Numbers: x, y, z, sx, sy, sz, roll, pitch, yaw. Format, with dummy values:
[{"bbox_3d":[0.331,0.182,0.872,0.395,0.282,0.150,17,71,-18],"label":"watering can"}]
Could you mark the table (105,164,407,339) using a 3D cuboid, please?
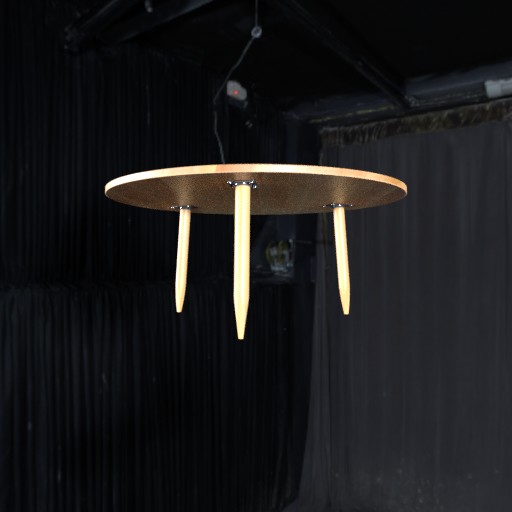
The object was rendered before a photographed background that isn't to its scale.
[{"bbox_3d":[0.000,0.000,1.397,0.900,0.400,0.900,0,0,0],"label":"table"}]
